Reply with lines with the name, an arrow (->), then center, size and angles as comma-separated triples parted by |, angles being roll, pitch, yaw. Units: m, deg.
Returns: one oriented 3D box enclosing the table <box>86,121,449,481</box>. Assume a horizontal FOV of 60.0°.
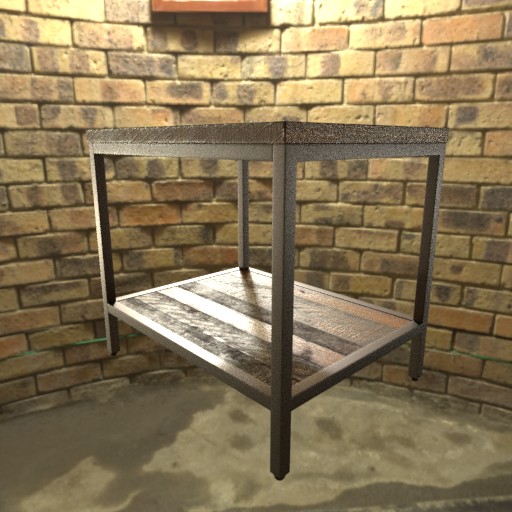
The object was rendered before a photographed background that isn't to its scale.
table -> 0.000, 0.000, 1.109 | 0.524, 0.612, 0.678 | -13, 20, -41
